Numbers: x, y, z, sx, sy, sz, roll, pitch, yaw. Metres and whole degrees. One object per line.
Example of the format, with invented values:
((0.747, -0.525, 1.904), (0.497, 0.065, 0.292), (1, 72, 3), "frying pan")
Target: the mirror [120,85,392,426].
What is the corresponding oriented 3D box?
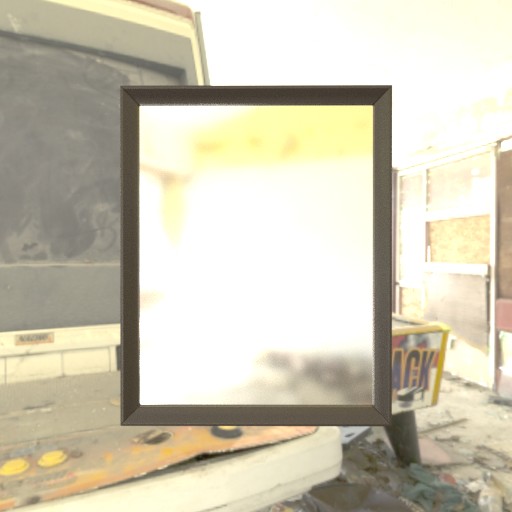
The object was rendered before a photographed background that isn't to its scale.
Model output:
((0.000, 0.000, 0.681), (0.406, 0.509, 0.041), (0, 0, 0), "mirror")
